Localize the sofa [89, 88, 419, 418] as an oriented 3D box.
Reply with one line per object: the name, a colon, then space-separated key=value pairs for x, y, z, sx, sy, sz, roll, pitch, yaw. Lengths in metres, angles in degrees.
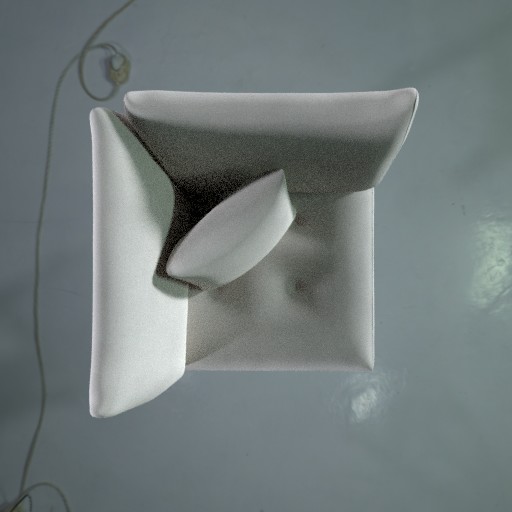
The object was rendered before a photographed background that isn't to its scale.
sofa: x=0.000 y=0.000 z=1.697 sx=1.000 sy=0.820 sz=1.000 roll=0 pitch=90 yaw=1
